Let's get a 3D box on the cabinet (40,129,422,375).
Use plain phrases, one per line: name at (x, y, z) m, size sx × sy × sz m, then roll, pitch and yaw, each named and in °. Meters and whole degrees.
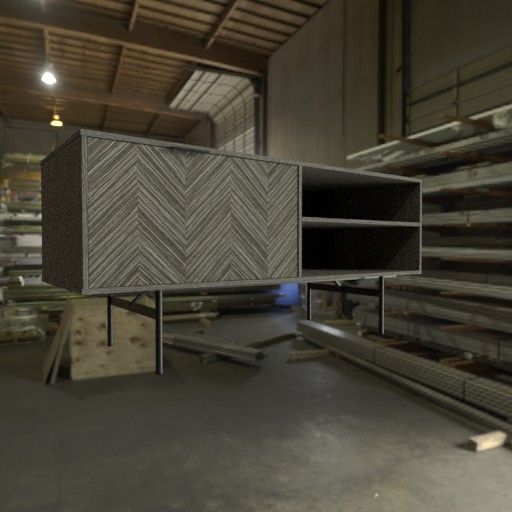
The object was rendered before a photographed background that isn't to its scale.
cabinet at (0.000, 0.000, 1.567) m, size 1.300 × 0.599 × 0.500 m, roll -1°, pitch 2°, yaw -36°
